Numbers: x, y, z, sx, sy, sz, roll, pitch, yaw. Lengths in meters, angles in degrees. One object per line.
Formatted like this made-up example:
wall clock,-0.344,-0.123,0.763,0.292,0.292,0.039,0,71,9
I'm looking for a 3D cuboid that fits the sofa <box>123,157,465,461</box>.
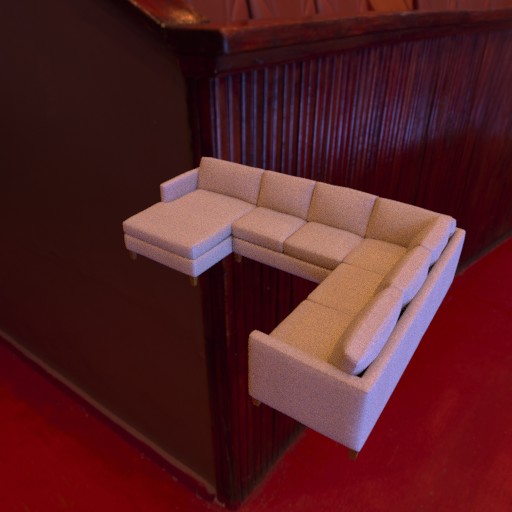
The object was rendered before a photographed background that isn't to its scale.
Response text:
sofa,0.000,0.000,4.556,3.460,0.961,2.594,20,37,29
